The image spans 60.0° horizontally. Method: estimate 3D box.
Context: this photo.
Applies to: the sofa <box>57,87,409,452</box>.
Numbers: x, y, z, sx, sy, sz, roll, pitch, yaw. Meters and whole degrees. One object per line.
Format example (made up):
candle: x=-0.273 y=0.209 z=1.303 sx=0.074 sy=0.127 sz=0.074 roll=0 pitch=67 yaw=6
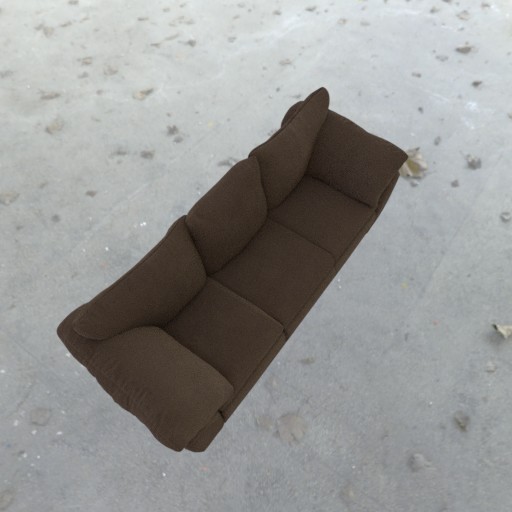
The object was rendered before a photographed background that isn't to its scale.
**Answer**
sofa: x=0.000 y=0.000 z=2.773 sx=0.878 sy=1.015 sz=2.336 roll=31 pitch=62 yaw=19
